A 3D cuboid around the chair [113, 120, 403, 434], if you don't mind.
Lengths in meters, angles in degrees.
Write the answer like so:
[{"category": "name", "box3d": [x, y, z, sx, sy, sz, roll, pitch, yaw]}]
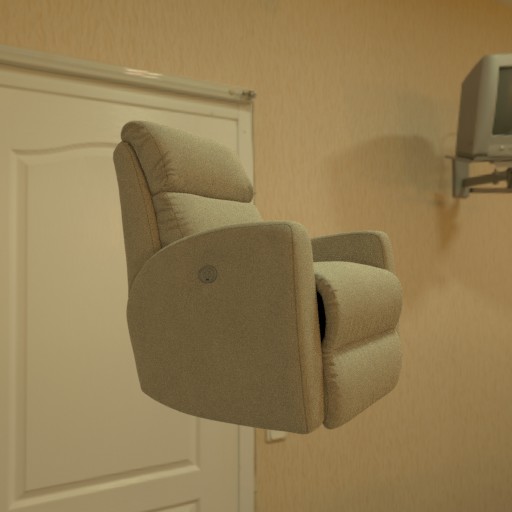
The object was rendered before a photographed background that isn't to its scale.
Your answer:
[{"category": "chair", "box3d": [0.000, 0.000, 1.670, 0.940, 1.021, 0.794, 0, -1, 36]}]
